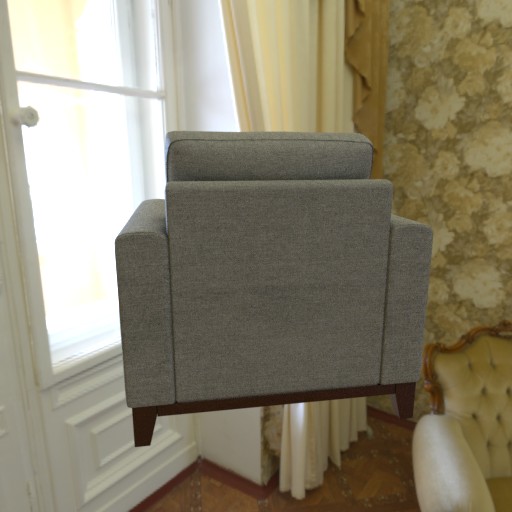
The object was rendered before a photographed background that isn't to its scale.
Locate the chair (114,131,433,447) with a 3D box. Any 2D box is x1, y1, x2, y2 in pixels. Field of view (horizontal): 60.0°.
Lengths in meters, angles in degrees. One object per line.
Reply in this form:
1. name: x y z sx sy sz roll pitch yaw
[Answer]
1. chair: 0.000 0.000 1.912 1.024 1.010 1.038 -2 13 -9
